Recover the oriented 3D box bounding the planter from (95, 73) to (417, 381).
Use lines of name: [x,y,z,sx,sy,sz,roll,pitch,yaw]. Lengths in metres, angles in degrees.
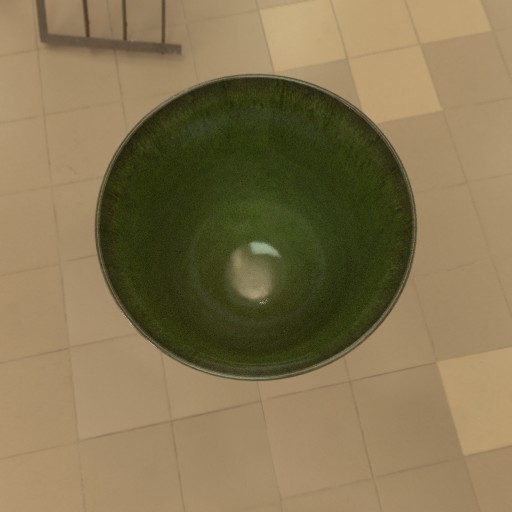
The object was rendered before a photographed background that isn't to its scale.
planter: [0.000,0.000,0.467,0.245,0.270,0.245,0,76,0]
